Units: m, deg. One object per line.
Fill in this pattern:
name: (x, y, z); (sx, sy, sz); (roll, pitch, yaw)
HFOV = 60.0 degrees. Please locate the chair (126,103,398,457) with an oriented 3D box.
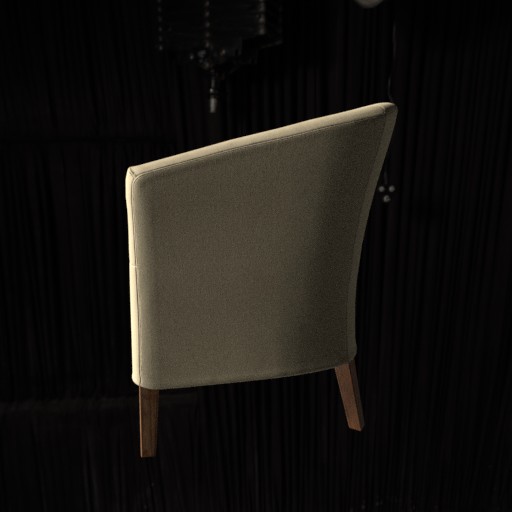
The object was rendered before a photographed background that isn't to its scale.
chair: (0.000, 0.000, 1.282); (0.657, 0.822, 0.643); (-2, 13, -8)
